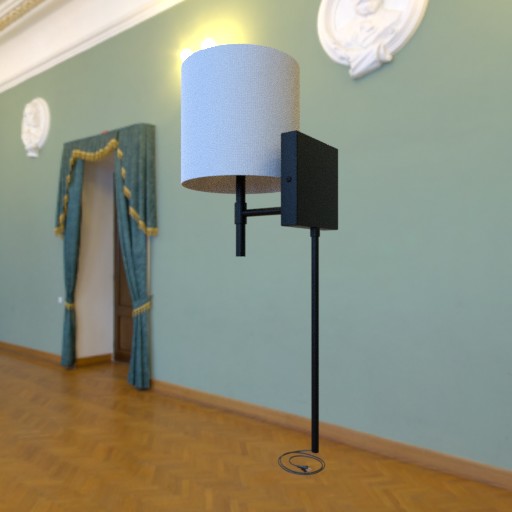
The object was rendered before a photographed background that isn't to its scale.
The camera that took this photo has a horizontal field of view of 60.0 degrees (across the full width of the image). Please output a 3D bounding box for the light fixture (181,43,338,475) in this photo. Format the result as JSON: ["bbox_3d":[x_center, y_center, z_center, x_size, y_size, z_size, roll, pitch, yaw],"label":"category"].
[{"bbox_3d":[0.000,0.000,0.690,0.248,0.589,0.188,0,0,36],"label":"light fixture"}]
